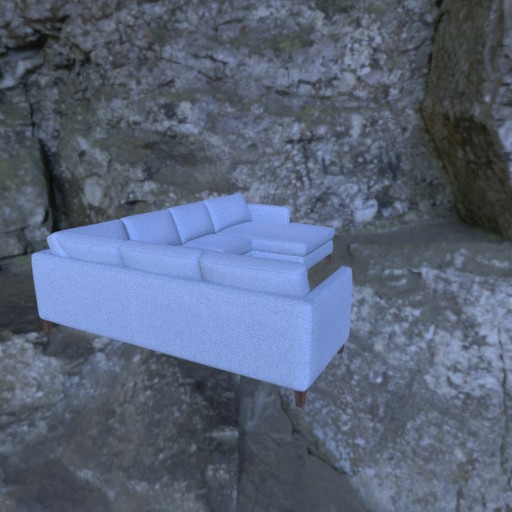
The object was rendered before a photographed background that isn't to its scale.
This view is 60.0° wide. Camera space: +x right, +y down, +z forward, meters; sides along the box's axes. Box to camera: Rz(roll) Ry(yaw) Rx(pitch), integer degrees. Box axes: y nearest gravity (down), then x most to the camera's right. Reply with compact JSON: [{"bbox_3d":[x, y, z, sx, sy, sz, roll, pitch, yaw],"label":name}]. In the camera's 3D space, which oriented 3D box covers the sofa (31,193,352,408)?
[{"bbox_3d":[0.000,0.000,4.644,2.551,0.889,3.403,8,17,27],"label":"sofa"}]
